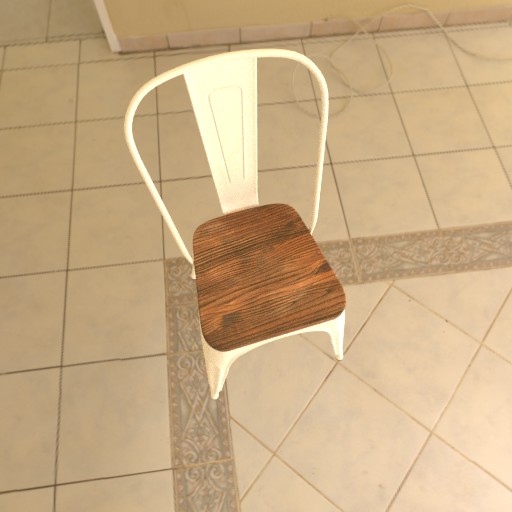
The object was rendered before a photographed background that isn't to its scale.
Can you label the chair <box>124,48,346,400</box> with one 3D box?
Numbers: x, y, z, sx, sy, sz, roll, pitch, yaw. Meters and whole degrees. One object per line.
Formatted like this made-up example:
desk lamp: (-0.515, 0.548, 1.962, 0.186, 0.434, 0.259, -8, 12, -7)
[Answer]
chair: (0.000, 0.000, 1.163, 0.452, 0.851, 0.521, -15, 66, -7)
